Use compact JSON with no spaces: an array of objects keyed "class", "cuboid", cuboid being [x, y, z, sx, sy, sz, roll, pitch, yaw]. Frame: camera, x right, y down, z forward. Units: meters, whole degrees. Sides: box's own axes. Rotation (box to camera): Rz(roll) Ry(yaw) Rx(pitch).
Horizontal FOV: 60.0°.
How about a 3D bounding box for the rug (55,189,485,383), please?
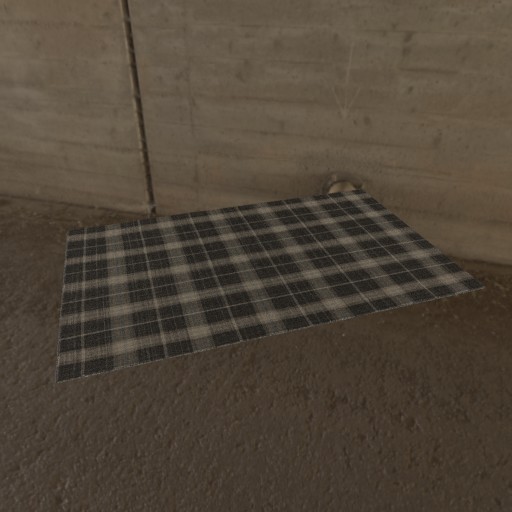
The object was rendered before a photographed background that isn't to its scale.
[{"class":"rug","cuboid":[0.000,0.000,2.965,2.434,0.015,1.520,-10,34,-15]}]
